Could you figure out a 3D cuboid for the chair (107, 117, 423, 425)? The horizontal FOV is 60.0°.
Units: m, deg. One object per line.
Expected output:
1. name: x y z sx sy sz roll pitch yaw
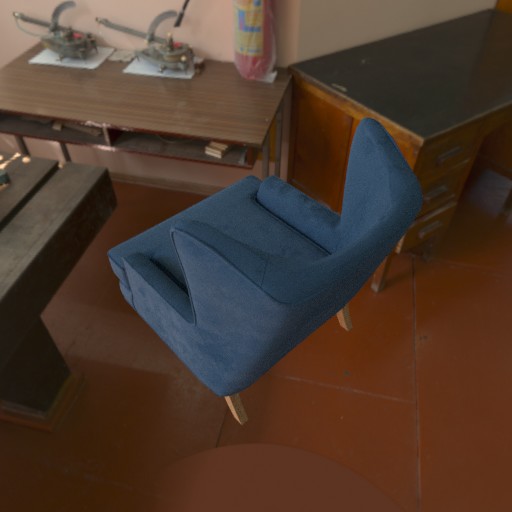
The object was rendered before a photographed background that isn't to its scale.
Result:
1. chair: 0.000 0.000 1.652 0.793 0.952 0.910 -33 54 -28
